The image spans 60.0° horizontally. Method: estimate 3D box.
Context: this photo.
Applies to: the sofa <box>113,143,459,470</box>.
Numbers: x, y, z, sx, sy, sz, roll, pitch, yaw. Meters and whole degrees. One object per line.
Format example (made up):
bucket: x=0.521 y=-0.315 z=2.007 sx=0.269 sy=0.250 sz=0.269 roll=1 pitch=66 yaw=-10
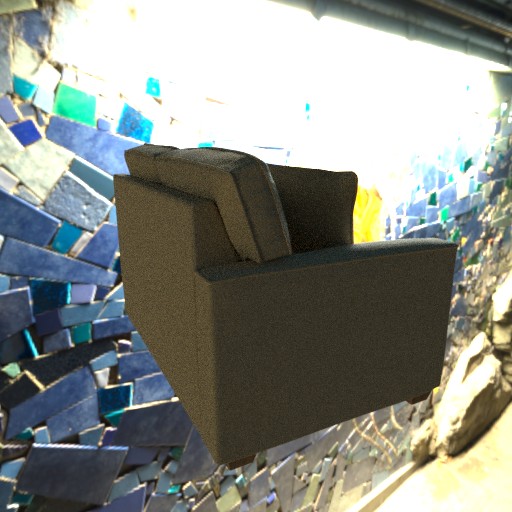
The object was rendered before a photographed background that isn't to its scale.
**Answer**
sofa: x=0.000 y=0.000 z=2.016 sx=0.991 sy=0.989 sz=1.388 roll=-7 pitch=17 yaw=-26
